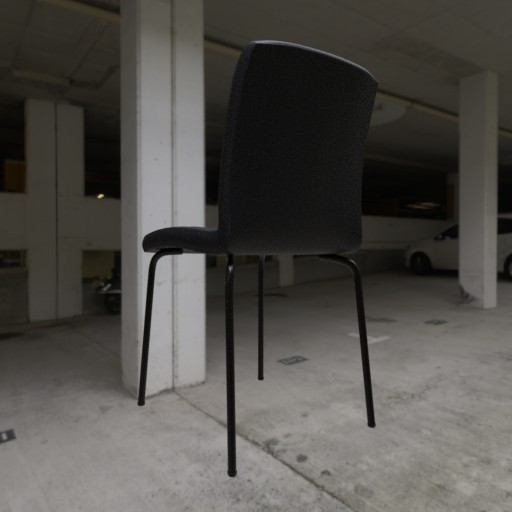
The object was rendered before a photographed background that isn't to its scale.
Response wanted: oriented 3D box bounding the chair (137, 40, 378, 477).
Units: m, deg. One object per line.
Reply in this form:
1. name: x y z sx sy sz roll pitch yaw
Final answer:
1. chair: 0.000 0.000 1.177 0.450 0.872 0.572 -1 1 -35
